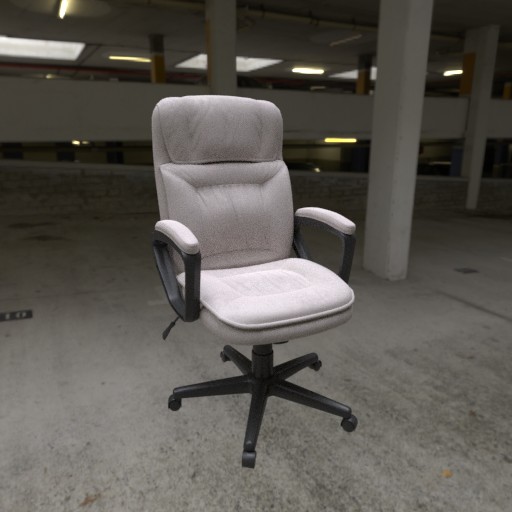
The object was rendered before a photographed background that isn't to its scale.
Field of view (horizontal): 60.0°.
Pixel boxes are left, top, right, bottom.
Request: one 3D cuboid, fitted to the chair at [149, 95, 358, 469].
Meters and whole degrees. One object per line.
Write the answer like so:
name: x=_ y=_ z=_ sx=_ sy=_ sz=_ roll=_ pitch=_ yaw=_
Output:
chair: x=0.000 y=0.000 z=1.558 sx=0.667 sy=1.105 sz=0.724 roll=-8 pitch=17 yaw=-26
